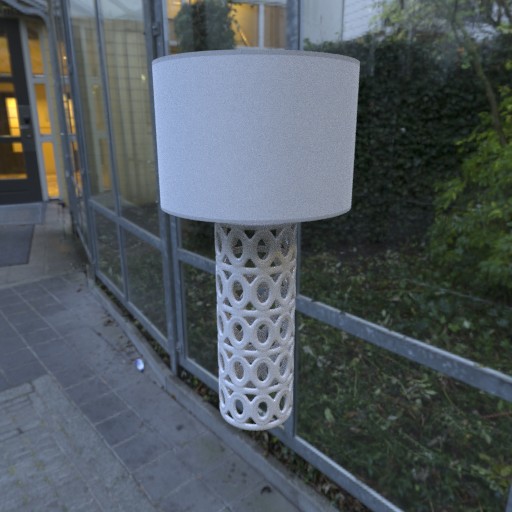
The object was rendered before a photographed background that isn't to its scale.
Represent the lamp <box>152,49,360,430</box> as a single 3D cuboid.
[{"bbox_3d":[0.000,0.000,0.801,0.325,0.636,0.324,-9,19,-27],"label":"lamp"}]
